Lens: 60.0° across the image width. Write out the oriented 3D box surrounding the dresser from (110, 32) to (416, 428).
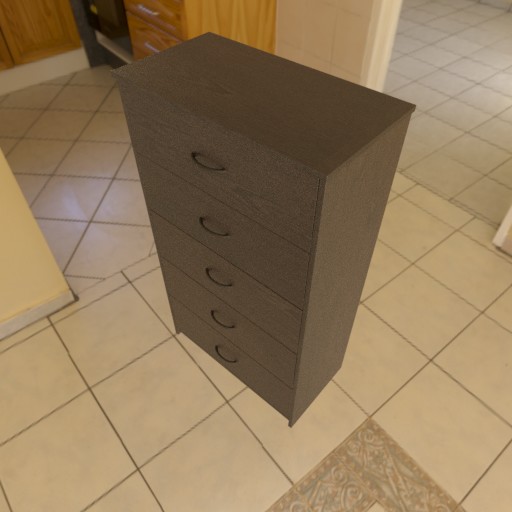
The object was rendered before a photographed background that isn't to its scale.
[{"bbox_3d":[0.000,0.000,1.581,0.704,1.254,0.418,32,55,27],"label":"dresser"}]
